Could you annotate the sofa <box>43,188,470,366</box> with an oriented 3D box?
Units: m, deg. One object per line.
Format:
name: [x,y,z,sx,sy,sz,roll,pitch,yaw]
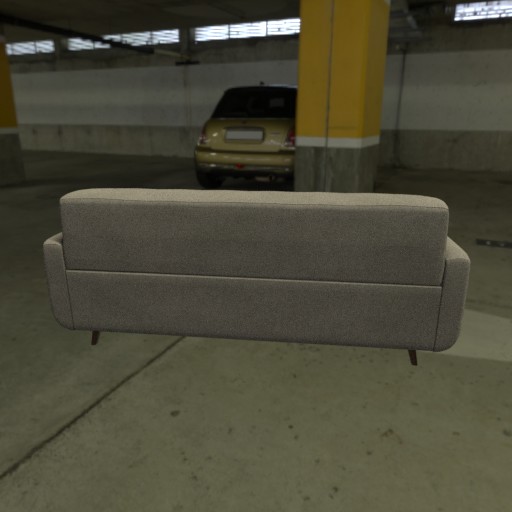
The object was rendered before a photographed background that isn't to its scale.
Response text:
sofa: [0.000,0.000,2.537,2.029,0.841,0.909,2,18,7]
